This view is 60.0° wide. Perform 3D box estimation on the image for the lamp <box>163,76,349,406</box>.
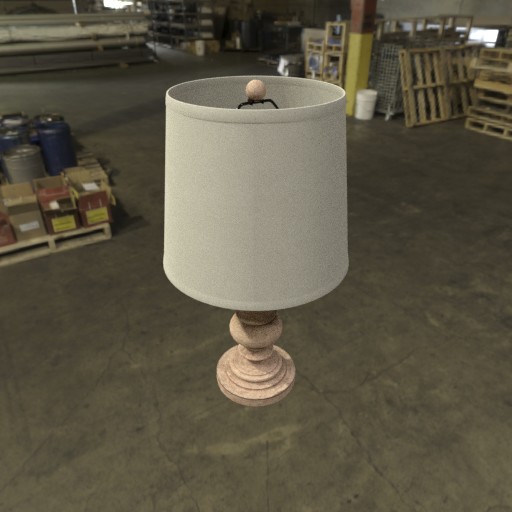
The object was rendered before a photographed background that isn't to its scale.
[{"bbox_3d":[0.000,0.000,0.664,0.273,0.497,0.273,0,31,0],"label":"lamp"}]
